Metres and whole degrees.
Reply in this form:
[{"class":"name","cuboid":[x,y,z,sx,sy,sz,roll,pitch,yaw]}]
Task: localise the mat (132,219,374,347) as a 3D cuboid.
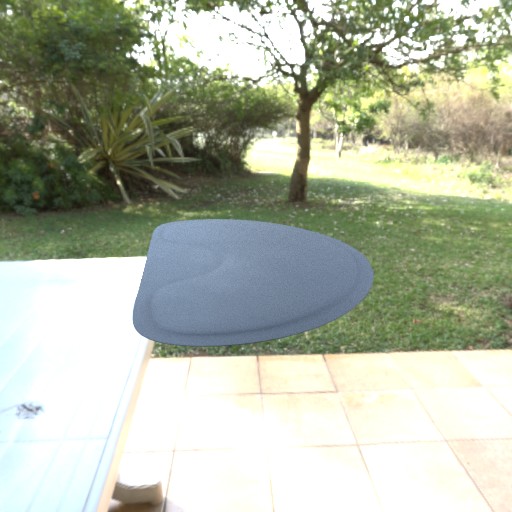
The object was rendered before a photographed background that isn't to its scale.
[{"class":"mat","cuboid":[0.000,0.000,1.876,0.913,0.013,1.524,-3,17,-9]}]
